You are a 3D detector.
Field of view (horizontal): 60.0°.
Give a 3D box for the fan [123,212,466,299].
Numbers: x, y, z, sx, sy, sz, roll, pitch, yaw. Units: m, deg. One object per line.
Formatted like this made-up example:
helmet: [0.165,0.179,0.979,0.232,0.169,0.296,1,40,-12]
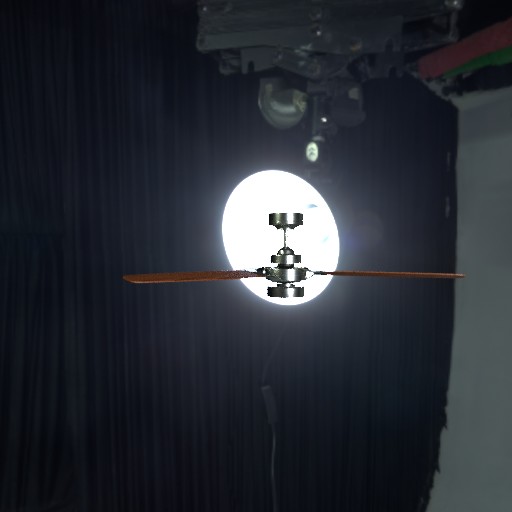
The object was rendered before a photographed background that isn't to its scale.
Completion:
fan: [0.000,0.000,2.080,1.271,0.410,1.416,0,0,-36]
